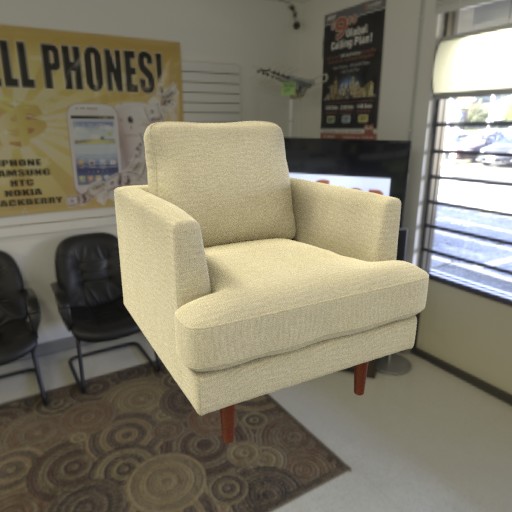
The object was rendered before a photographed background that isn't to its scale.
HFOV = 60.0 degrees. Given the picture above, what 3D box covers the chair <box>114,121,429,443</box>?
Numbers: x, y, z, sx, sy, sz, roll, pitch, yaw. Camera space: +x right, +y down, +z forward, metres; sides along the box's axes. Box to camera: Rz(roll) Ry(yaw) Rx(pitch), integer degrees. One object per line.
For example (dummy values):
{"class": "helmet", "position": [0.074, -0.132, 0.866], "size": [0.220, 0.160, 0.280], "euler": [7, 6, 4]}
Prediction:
{"class": "chair", "position": [0.000, 0.000, 1.634], "size": [0.858, 0.957, 0.899], "euler": [-9, 19, -27]}
